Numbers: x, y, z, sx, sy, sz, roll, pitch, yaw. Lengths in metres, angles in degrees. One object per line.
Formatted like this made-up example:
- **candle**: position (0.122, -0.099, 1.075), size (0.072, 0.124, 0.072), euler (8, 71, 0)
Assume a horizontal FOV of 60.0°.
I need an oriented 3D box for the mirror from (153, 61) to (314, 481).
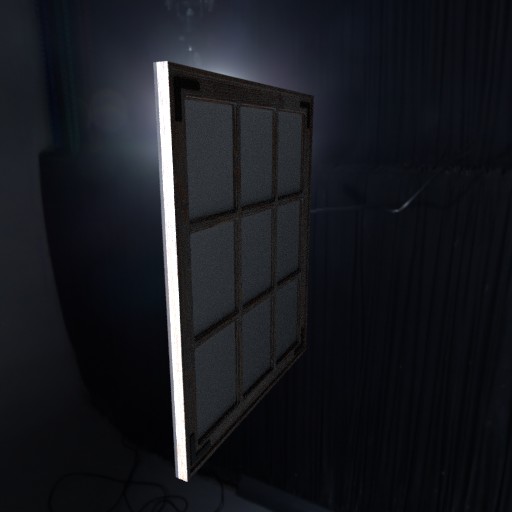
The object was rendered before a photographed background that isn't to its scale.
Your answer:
- **mirror**: position (0.000, 0.000, 1.210), size (0.032, 0.882, 0.730), euler (8, 17, 27)
